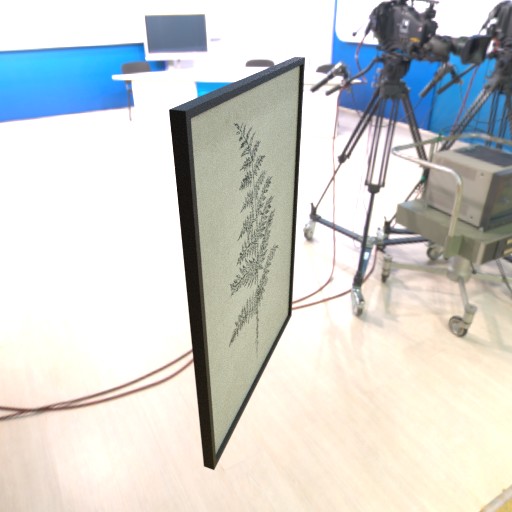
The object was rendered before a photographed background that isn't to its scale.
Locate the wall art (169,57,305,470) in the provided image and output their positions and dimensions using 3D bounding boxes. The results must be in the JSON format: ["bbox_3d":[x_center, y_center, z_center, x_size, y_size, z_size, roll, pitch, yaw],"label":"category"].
[{"bbox_3d":[0.000,0.000,1.405,0.036,1.070,0.802,11,33,18],"label":"wall art"}]
